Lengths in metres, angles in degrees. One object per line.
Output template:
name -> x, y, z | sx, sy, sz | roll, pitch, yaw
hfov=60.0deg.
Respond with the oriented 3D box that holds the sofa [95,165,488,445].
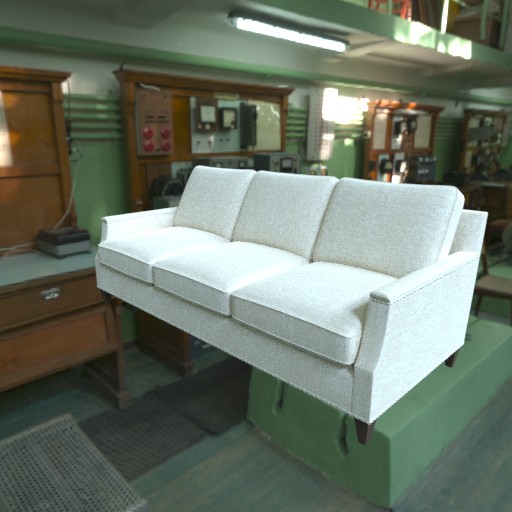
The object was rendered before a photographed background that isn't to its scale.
sofa -> 0.000, 0.000, 2.672 | 2.210, 0.940, 1.041 | 15, 21, 43
